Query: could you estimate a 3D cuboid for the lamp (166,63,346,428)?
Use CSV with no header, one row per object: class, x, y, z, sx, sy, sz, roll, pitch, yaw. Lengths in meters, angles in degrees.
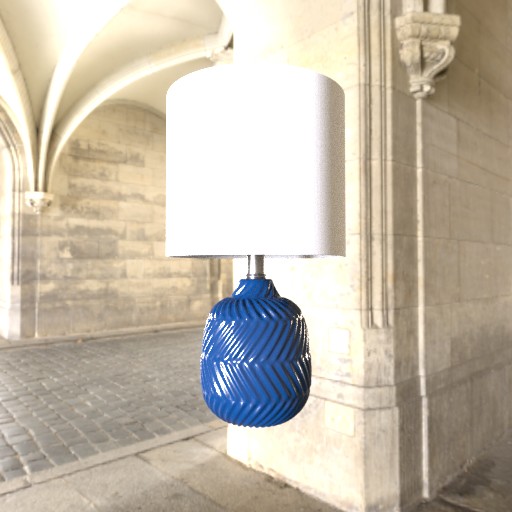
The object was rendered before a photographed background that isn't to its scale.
lamp,0.000,0.000,0.511,0.203,0.368,0.203,0,-2,1
